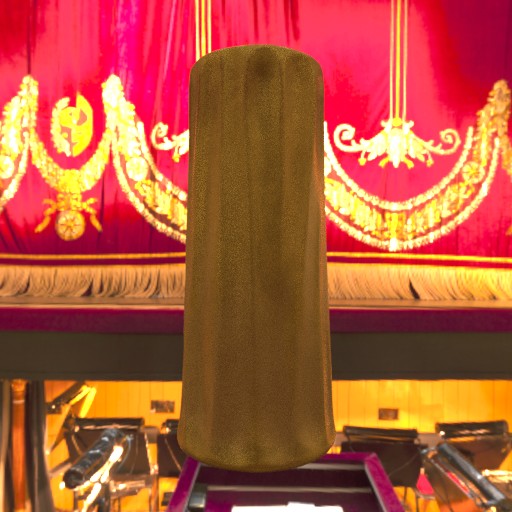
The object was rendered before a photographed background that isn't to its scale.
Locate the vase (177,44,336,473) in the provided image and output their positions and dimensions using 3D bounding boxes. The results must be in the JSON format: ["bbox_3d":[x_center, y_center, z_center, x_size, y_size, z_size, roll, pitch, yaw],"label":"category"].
[{"bbox_3d":[0.000,0.000,0.174,0.061,0.143,0.061,0,-1,0],"label":"vase"}]
